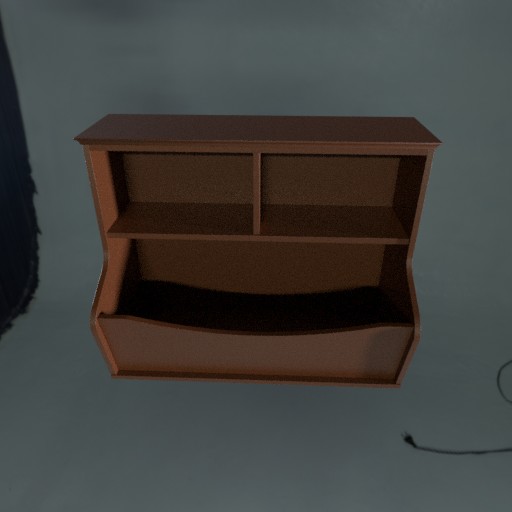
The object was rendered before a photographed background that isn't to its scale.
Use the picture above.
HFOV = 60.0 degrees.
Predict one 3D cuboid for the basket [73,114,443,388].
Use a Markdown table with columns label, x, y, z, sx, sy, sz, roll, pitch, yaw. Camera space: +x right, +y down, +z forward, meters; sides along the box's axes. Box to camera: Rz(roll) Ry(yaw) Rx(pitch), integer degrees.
| label | x | y | z | sx | sy | sz | roll | pitch | yaw |
| --- | --- | --- | --- | --- | --- | --- | --- | --- | --- |
| basket | 0.000 | 0.000 | 1.145 | 0.792 | 0.625 | 0.376 | 1 | 30 | 2 |
